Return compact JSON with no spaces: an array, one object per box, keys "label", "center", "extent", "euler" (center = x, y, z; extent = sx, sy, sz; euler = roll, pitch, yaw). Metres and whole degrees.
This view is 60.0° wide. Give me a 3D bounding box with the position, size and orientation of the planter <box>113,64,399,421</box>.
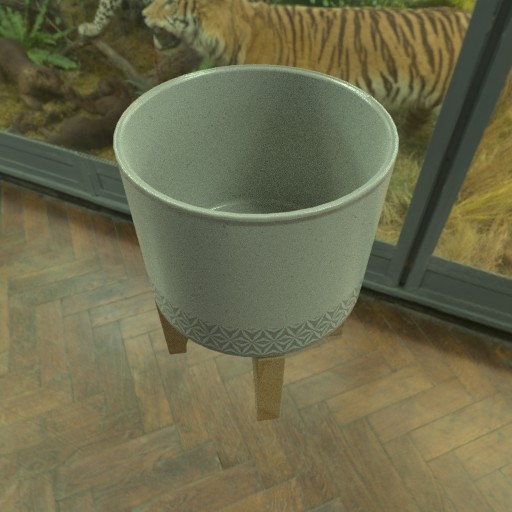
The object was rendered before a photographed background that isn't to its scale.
[{"label":"planter","center":[0.000,0.000,0.270],"extent":[0.130,0.178,0.130],"euler":[0,47,0]}]
